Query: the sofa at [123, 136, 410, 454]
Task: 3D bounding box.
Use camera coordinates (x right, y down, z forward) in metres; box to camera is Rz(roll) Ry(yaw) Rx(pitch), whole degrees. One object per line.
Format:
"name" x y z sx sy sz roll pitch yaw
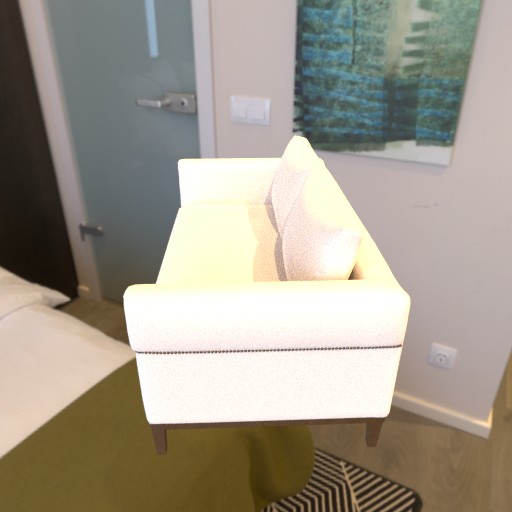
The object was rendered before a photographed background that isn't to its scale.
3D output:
"sofa" 0.000 0.000 2.153 0.905 0.873 1.598 -1 28 -2
